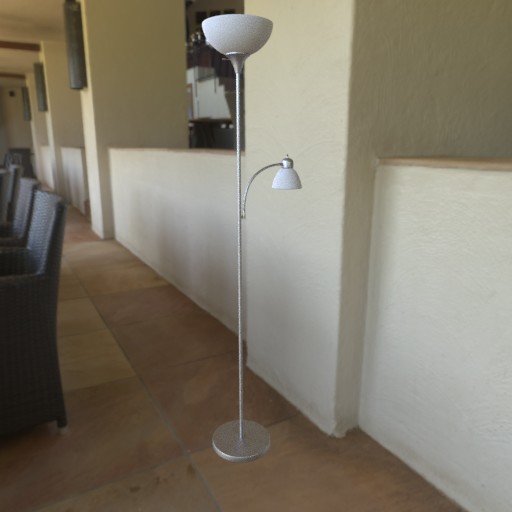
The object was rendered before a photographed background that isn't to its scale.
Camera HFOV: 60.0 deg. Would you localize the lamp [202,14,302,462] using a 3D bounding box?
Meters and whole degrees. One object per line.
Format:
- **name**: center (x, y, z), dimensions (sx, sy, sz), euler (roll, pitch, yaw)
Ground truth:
- **lamp**: center (0.000, 0.000, 1.912), dimensions (0.425, 1.804, 0.279), euler (-7, 16, -26)
